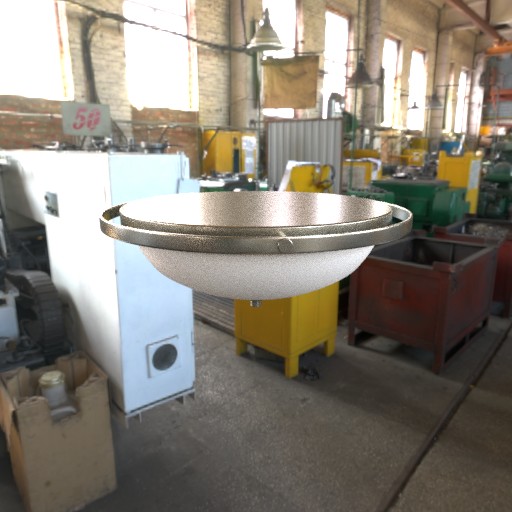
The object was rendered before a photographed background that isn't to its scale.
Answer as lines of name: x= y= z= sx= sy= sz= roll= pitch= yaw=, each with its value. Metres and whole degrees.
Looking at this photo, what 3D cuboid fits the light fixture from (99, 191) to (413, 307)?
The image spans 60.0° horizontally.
light fixture: x=0.000 y=0.000 z=0.553 sx=0.361 sy=0.130 sz=0.361 roll=0 pitch=14 yaw=0
